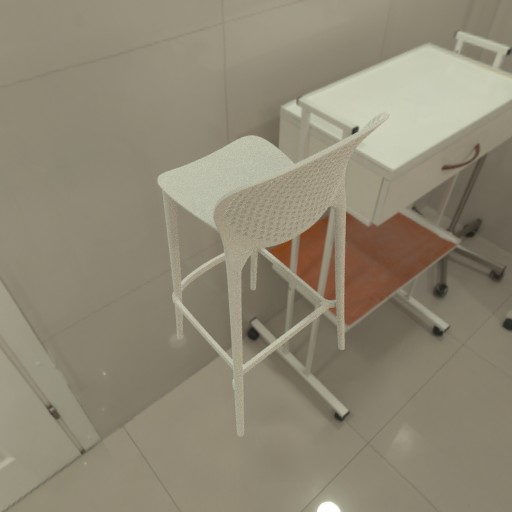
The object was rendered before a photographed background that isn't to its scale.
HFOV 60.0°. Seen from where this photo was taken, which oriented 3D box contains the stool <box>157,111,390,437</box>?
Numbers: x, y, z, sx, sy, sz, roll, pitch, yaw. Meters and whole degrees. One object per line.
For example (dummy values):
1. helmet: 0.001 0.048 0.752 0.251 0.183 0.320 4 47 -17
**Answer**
1. stool: 0.000 0.000 1.354 0.536 1.045 0.535 -32 54 -27
